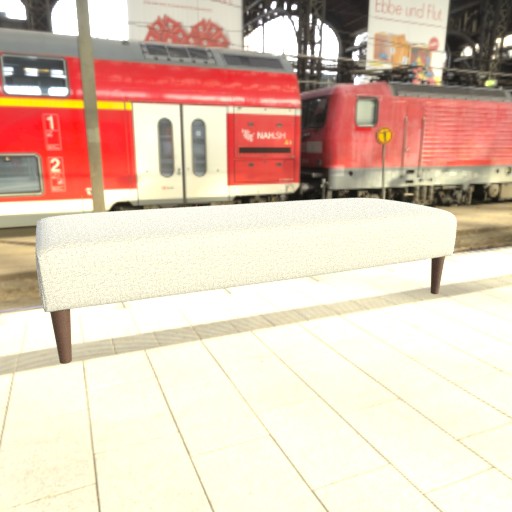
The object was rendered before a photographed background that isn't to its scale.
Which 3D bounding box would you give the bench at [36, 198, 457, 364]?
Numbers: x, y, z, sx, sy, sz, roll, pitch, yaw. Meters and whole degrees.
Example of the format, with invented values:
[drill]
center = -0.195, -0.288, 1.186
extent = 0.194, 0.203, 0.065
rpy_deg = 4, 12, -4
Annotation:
[bench]
center = 0.000, 0.000, 1.818
extent = 1.598, 0.383, 0.631
rpy_deg = -6, 15, -25
